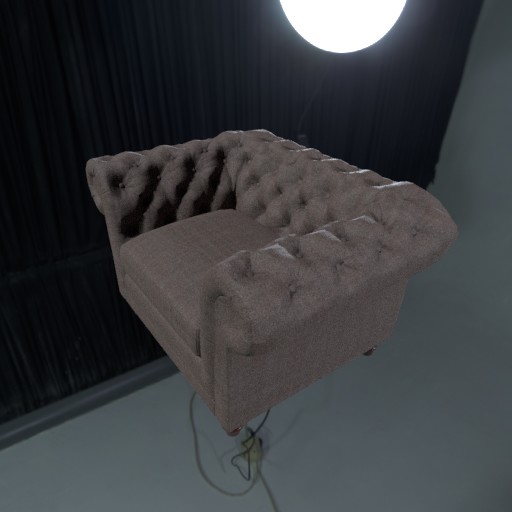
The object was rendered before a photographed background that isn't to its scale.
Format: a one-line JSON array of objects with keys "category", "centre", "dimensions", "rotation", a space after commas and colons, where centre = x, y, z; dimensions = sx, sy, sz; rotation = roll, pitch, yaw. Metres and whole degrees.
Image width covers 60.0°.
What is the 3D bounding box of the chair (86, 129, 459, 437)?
[{"category": "chair", "centre": [0.000, 0.000, 1.872], "dimensions": [0.945, 0.780, 1.298], "rotation": [-20, 37, -30]}]
